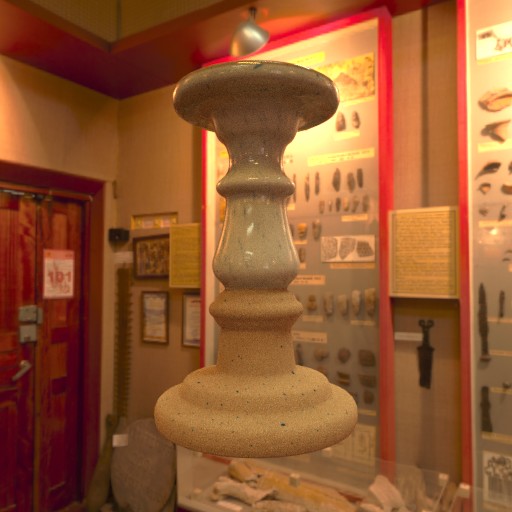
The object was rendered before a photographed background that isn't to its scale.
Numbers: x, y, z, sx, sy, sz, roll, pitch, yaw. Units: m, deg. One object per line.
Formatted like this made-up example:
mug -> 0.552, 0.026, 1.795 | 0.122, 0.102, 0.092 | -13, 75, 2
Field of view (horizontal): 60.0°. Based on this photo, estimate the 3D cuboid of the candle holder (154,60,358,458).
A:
candle holder -> 0.000, 0.000, 0.277 | 0.123, 0.202, 0.123 | 0, -2, 0
